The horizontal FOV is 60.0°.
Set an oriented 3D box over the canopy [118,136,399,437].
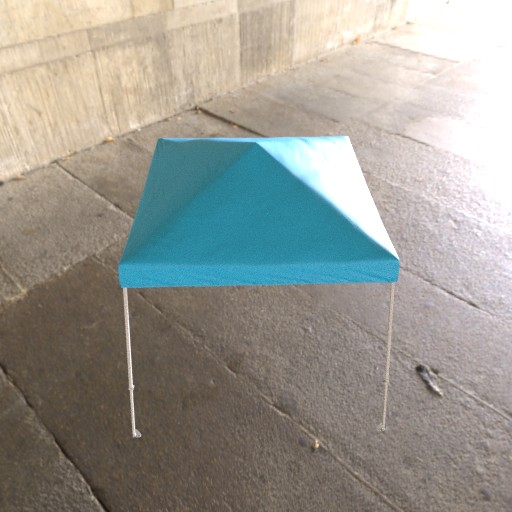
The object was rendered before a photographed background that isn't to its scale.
[{"bbox_3d":[0.000,0.000,5.157,2.848,2.849,2.849,-1,41,-1],"label":"canopy"}]
